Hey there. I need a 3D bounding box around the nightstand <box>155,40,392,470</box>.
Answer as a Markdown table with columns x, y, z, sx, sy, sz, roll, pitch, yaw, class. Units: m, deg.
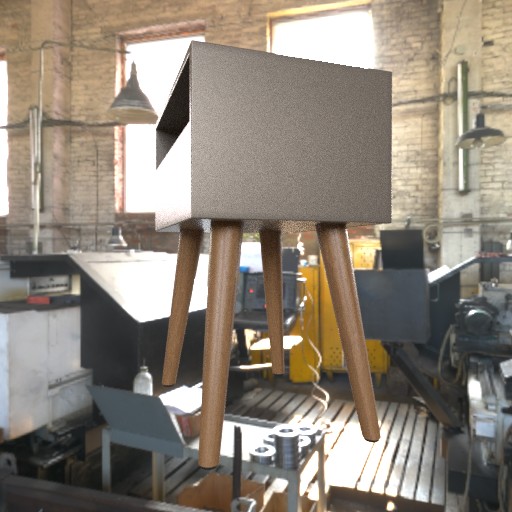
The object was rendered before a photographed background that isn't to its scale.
| x | y | z | sx | sy | sz | roll | pitch | yaw | class |
| --- | --- | --- | --- | --- | --- | --- | --- | --- | --- |
| 0.000 | 0.000 | 0.739 | 0.288 | 0.508 | 0.370 | 0 | 1 | -19 | nightstand |
